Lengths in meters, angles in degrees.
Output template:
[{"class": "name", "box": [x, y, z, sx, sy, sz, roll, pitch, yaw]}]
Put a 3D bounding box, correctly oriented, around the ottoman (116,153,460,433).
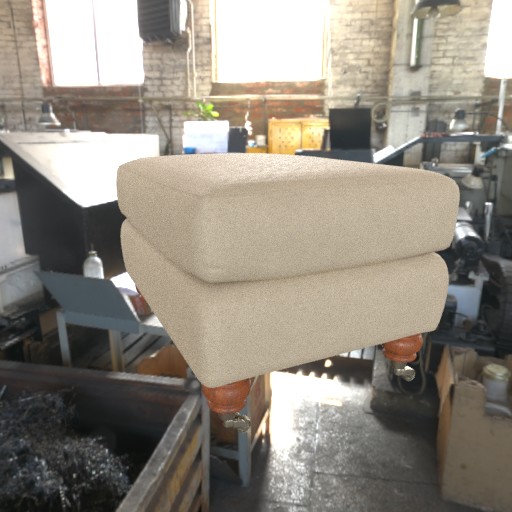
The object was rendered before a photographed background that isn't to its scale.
[{"class": "ottoman", "box": [0.000, 0.000, 1.133, 0.569, 0.504, 0.773, -8, 17, -25]}]
